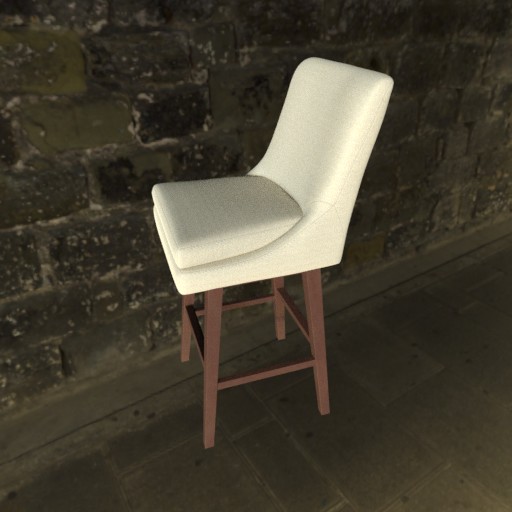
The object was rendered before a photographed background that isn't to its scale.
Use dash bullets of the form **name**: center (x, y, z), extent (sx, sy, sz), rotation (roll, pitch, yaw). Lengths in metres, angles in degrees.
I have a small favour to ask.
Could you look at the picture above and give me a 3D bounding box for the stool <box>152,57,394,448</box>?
- **stool**: center (0.000, 0.000, 1.387), extent (0.559, 1.093, 0.483), rotation (-10, 31, -16)
